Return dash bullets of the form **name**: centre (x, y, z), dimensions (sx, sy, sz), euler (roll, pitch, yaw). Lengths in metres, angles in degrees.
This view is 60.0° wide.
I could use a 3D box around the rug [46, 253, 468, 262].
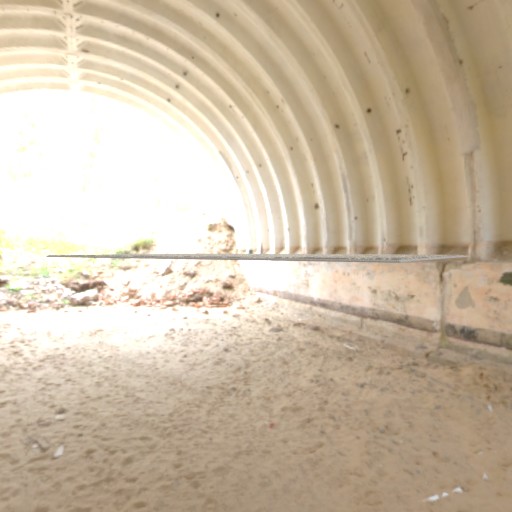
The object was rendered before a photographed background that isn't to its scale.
- **rug**: centre (0.000, 0.000, 3.454), dimensions (2.746, 0.018, 1.819), euler (1, 1, 34)
